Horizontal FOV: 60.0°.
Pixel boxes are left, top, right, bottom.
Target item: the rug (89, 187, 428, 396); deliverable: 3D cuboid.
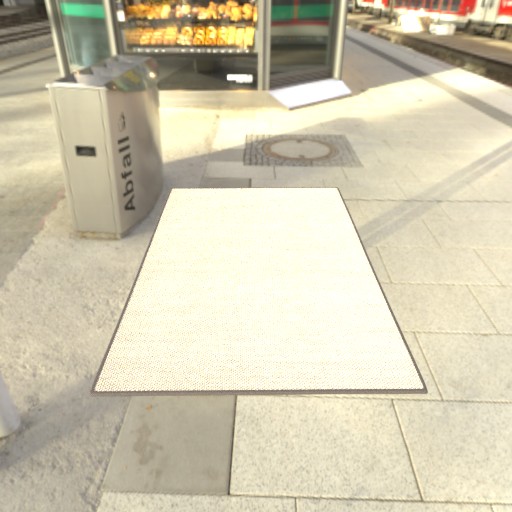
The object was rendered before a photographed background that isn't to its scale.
[{"bbox_3d":[0.000,0.000,2.098,1.067,0.013,1.676,0,31,-1],"label":"rug"}]
